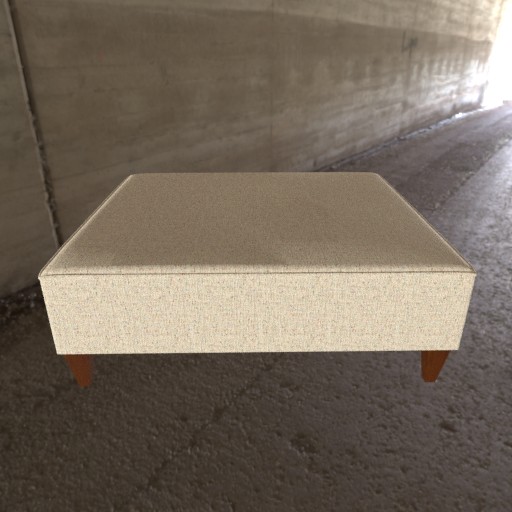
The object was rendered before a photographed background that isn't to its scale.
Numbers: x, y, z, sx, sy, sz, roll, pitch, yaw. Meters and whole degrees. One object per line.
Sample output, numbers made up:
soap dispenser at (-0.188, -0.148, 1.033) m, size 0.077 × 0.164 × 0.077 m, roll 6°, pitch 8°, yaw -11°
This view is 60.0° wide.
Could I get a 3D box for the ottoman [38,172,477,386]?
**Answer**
ottoman at (0.000, 0.000, 1.222) m, size 0.835 × 0.303 × 0.736 m, roll 0°, pitch 25°, yaw -1°
